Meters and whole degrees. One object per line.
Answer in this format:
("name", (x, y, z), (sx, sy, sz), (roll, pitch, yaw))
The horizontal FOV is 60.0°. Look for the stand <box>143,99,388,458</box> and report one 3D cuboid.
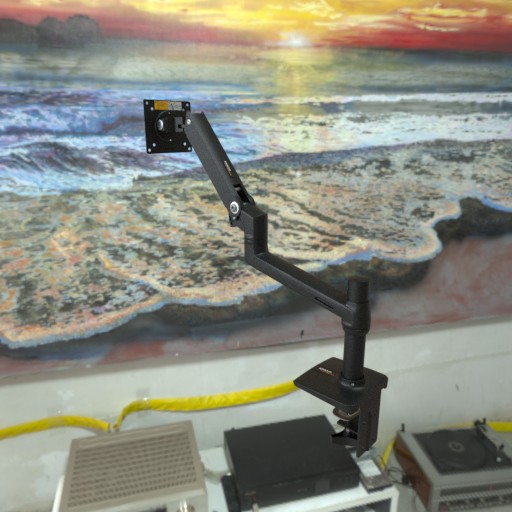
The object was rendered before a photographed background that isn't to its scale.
("stand", (0.000, 0.000, 1.034), (0.650, 0.713, 0.152), (15, 22, 42))
